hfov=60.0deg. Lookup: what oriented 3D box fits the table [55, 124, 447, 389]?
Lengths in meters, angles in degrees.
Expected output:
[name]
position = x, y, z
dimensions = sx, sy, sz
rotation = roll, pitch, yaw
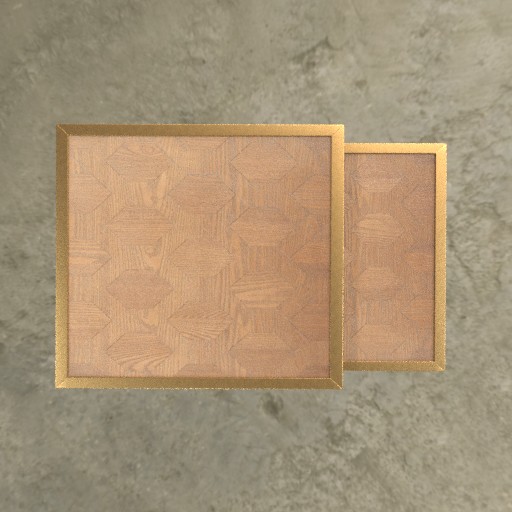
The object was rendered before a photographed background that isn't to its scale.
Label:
[table]
position = 0.000, 0.000, 1.092
dimensions = 0.762, 0.505, 0.505
rotation = 0, 90, 0
